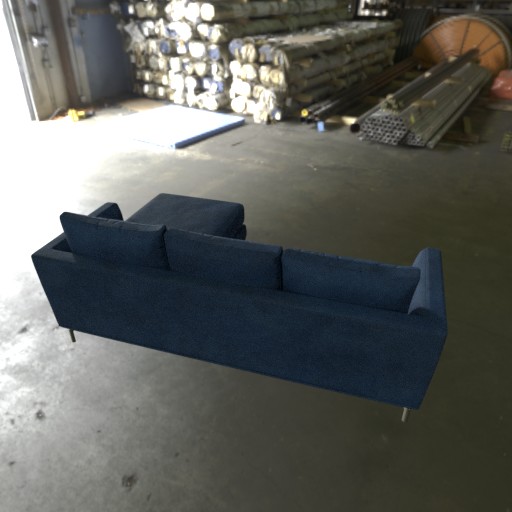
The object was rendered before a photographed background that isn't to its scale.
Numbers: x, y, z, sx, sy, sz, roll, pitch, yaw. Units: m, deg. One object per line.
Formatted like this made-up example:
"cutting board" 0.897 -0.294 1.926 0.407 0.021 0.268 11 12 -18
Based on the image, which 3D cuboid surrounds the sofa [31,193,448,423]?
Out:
"sofa" 0.000 0.000 3.216 2.438 0.987 1.622 9 33 15
